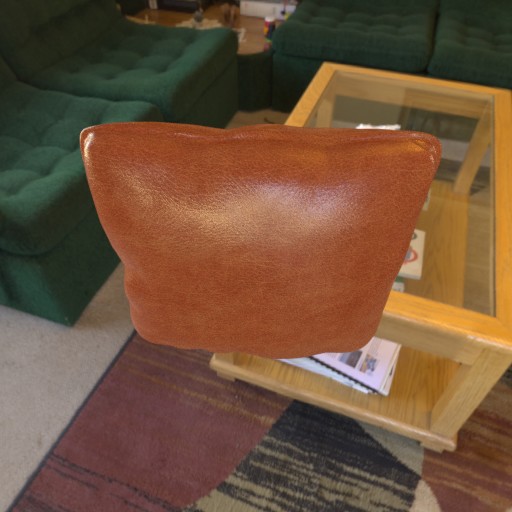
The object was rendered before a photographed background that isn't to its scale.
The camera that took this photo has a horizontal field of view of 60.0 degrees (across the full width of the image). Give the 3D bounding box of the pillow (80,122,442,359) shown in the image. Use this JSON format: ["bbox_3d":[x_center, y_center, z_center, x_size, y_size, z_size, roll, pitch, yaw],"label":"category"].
[{"bbox_3d":[0.000,0.000,0.807,0.532,0.523,0.236,2,46,2],"label":"pillow"}]
